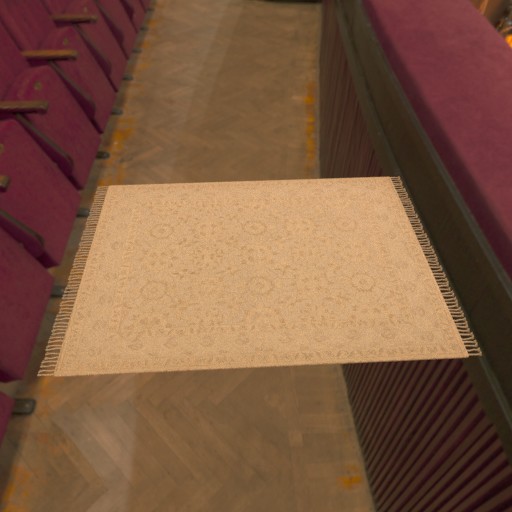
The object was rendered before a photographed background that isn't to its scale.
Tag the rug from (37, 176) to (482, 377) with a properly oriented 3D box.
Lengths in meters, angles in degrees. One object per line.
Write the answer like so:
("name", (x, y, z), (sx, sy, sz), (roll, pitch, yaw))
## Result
("rug", (0.000, 0.000, 2.184), (1.771, 0.015, 1.223), (-2, 46, -2))
